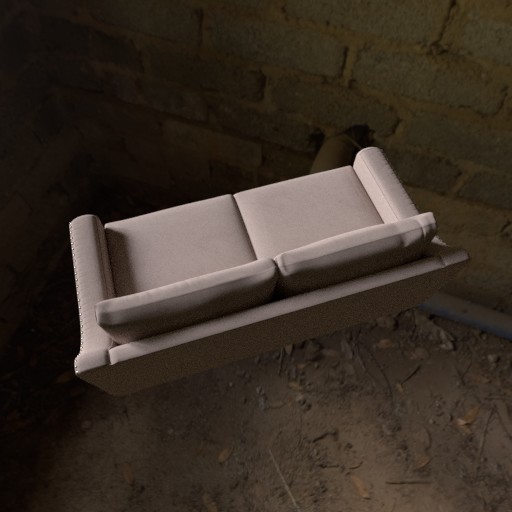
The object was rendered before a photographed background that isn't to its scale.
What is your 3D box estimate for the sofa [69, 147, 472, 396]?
[{"bbox_3d":[0.000,0.000,2.578,1.967,0.901,1.030,-15,60,-9],"label":"sofa"}]
